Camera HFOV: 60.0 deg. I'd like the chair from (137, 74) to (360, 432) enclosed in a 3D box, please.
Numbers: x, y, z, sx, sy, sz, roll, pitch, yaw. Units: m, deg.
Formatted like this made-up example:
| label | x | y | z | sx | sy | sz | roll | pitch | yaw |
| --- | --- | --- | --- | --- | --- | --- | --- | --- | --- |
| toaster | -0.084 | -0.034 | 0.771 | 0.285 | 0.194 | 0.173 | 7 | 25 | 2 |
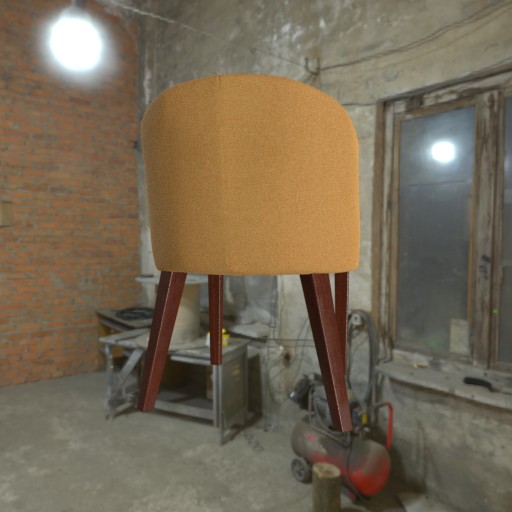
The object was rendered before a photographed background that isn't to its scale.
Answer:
| label | x | y | z | sx | sy | sz | roll | pitch | yaw |
| --- | --- | --- | --- | --- | --- | --- | --- | --- | --- |
| chair | 0.000 | 0.000 | 1.275 | 0.583 | 0.811 | 0.655 | 0 | 2 | 15 |
